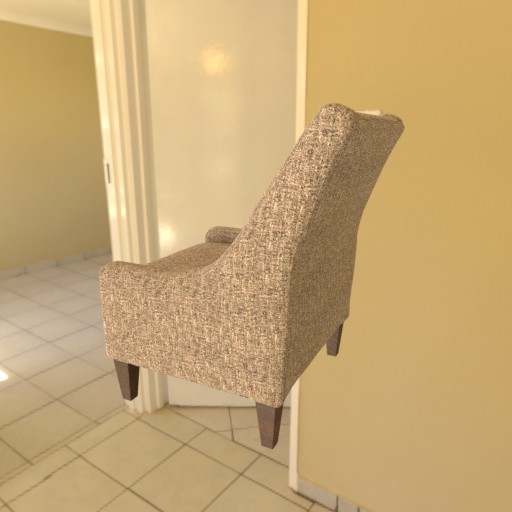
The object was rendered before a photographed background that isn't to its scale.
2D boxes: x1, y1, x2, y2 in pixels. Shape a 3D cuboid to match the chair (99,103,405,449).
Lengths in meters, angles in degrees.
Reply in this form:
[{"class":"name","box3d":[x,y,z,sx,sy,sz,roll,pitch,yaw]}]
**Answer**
[{"class":"chair","box3d":[0.000,0.000,1.641,0.870,1.014,0.774,8,17,26]}]
